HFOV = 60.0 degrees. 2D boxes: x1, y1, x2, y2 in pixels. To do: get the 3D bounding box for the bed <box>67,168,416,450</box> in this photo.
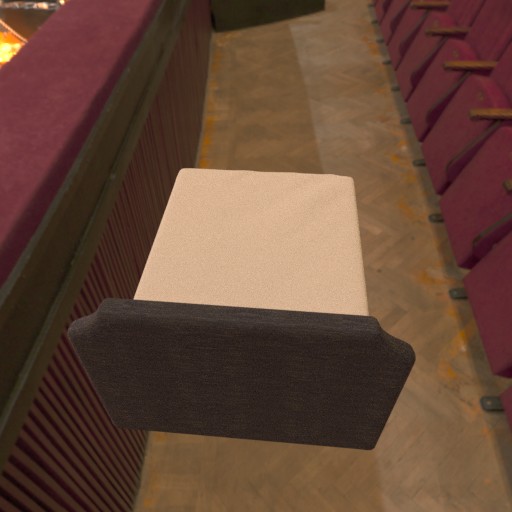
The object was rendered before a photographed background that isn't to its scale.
[{"bbox_3d":[0.000,0.000,3.146,1.693,1.290,2.116,4,46,3],"label":"bed"}]
